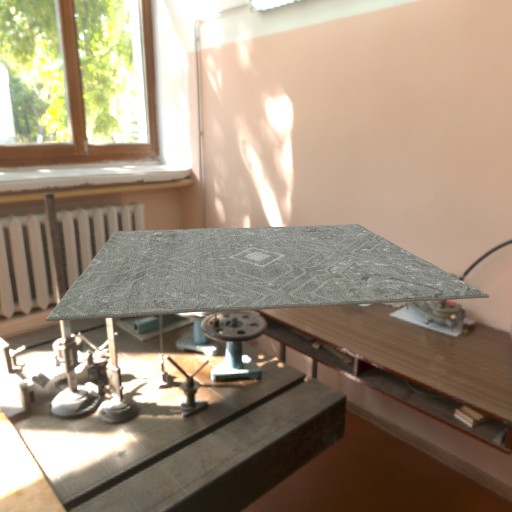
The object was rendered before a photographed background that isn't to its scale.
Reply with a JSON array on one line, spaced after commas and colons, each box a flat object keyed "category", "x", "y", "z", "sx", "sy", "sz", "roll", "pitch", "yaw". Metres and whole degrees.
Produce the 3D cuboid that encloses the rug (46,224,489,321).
[{"category": "rug", "x": 0.000, "y": 0.000, "z": 0.888, "sx": 0.639, "sy": 0.006, "sz": 0.548, "roll": -2, "pitch": 16, "yaw": -8}]
